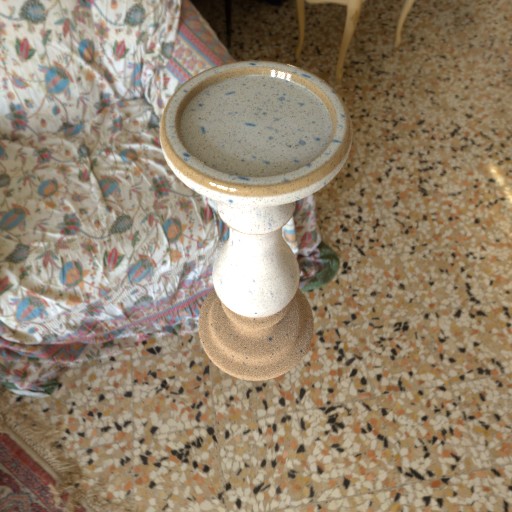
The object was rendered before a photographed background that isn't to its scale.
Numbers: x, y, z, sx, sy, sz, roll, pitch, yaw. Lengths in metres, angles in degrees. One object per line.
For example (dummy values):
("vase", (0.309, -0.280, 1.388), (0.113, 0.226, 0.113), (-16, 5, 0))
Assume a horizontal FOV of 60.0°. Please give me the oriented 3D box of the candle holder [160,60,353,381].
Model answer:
("candle holder", (0.000, 0.000, 0.257), (0.088, 0.203, 0.088), (0, 58, 0))
